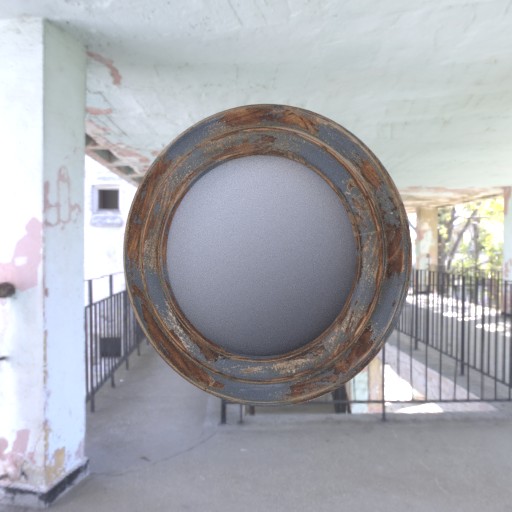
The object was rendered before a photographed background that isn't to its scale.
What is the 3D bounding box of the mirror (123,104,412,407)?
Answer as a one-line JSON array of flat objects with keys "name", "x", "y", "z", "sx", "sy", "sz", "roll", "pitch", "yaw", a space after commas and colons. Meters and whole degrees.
[{"name": "mirror", "x": 0.000, "y": 0.000, "z": 0.878, "sx": 0.585, "sy": 0.585, "sz": 0.061, "roll": 0, "pitch": 1, "yaw": 18}]
